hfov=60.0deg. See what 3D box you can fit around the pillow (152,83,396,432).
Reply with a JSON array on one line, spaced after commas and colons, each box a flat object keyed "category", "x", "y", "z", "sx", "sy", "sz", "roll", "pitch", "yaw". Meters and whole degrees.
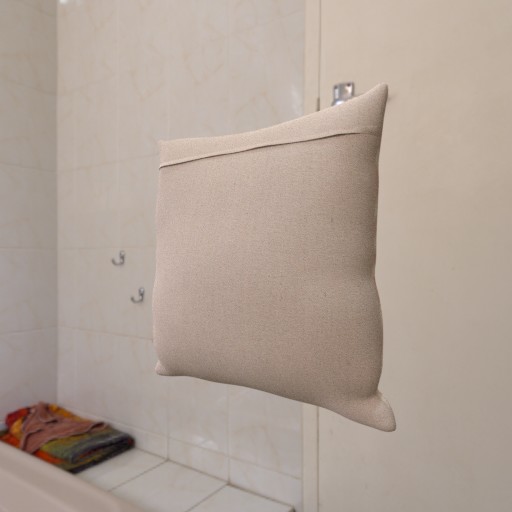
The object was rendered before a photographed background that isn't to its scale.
[{"category": "pillow", "x": 0.000, "y": 0.000, "z": 0.686, "sx": 0.440, "sy": 0.441, "sz": 0.182, "roll": 0, "pitch": -1, "yaw": 36}]
